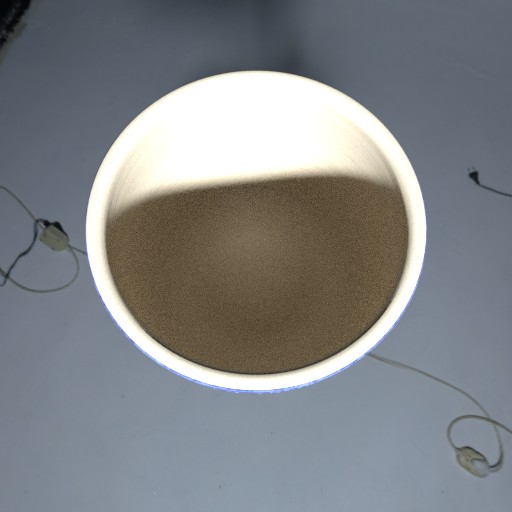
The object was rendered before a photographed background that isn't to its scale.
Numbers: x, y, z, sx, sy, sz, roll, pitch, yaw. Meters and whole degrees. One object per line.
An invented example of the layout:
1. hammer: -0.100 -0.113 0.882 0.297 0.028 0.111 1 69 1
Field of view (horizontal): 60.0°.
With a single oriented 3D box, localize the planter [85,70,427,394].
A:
1. planter: 0.000 0.000 0.282 0.165 0.149 0.165 0 74 0
